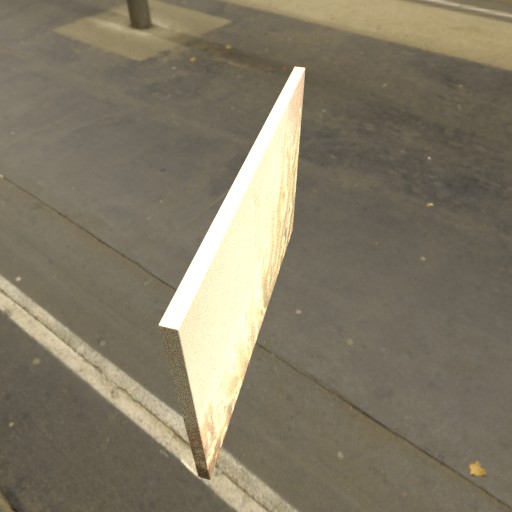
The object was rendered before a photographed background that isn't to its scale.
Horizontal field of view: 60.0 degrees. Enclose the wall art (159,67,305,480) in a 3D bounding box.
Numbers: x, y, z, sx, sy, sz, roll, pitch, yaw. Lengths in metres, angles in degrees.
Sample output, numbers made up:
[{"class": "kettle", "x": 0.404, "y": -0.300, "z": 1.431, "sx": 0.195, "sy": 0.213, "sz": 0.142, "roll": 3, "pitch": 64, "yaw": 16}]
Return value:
[{"class": "wall art", "x": 0.000, "y": 0.000, "z": 1.426, "sx": 0.041, "sy": 0.758, "sz": 1.142, "roll": 11, "pitch": 46, "yaw": 11}]
